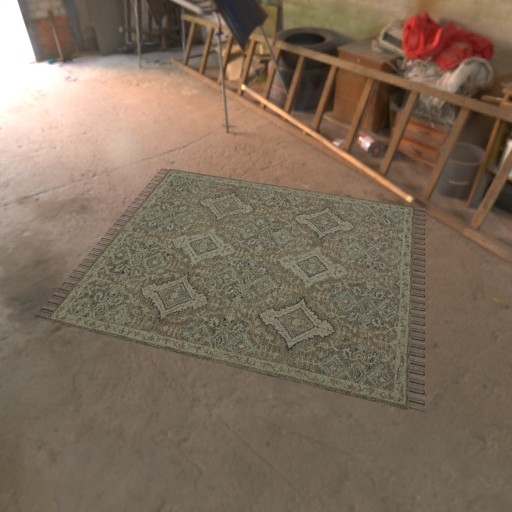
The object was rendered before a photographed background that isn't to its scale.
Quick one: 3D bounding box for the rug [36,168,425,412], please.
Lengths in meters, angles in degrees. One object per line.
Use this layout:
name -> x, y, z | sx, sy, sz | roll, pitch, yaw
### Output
rug -> 0.000, 0.000, 4.161 | 3.056, 0.010, 2.437 | 11, 43, 12
